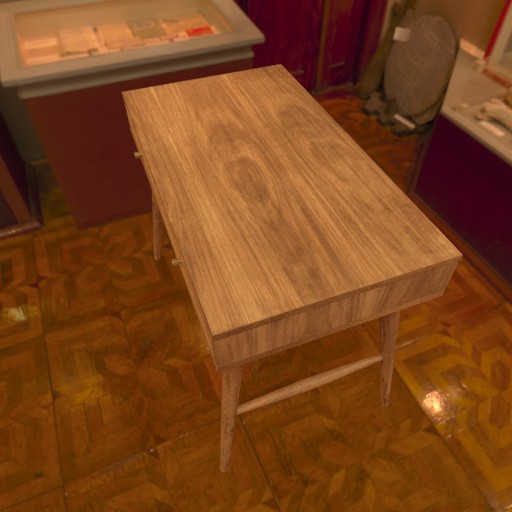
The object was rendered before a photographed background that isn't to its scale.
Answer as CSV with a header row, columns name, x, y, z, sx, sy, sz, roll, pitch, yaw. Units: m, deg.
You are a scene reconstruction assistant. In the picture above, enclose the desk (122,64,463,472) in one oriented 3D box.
name,x,y,z,sx,sy,sz,roll,pitch,yaw
desk,0.000,0.000,1.429,0.588,0.758,0.949,-16,50,-14
